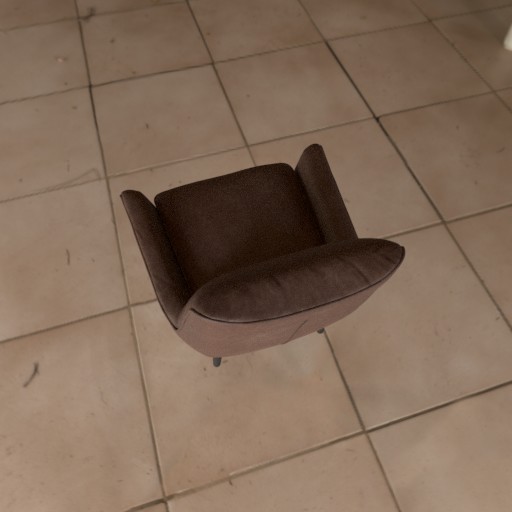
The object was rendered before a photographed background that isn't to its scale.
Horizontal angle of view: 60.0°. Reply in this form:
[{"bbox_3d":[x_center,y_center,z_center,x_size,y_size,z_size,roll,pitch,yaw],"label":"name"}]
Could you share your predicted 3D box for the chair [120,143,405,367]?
[{"bbox_3d":[0.000,0.000,1.508,0.787,0.888,0.824,-16,60,-9],"label":"chair"}]
